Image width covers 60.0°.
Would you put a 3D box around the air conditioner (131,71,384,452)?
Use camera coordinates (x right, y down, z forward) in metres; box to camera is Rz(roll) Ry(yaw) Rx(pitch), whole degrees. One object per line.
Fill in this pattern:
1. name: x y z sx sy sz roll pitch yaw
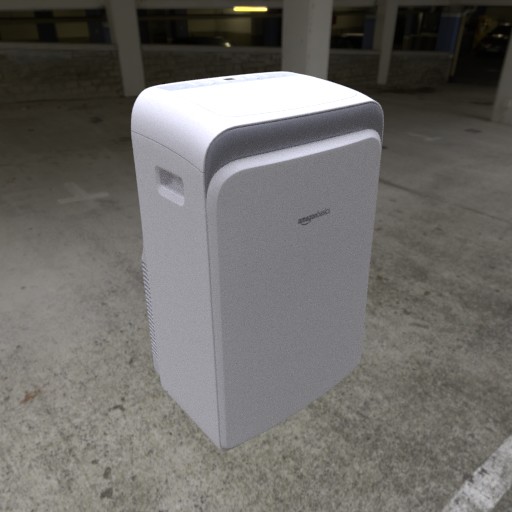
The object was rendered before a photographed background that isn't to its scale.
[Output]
1. air conditioner: 0.000 0.000 0.960 0.454 0.700 0.365 -21 36 -32
